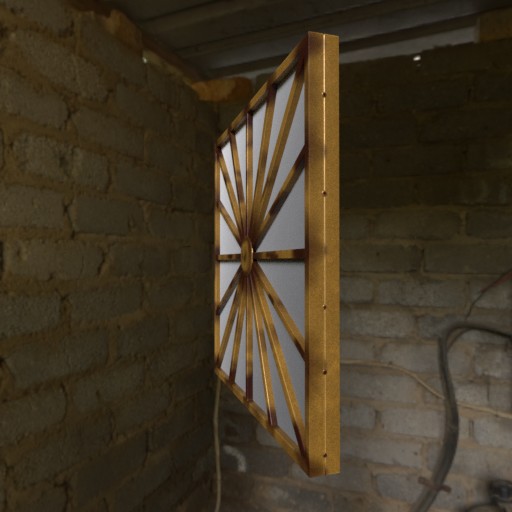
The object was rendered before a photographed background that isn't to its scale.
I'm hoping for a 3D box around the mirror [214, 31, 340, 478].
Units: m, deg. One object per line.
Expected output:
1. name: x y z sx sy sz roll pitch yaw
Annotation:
1. mirror: 0.000 0.000 0.750 0.042 0.507 0.509 0 -1 -18
